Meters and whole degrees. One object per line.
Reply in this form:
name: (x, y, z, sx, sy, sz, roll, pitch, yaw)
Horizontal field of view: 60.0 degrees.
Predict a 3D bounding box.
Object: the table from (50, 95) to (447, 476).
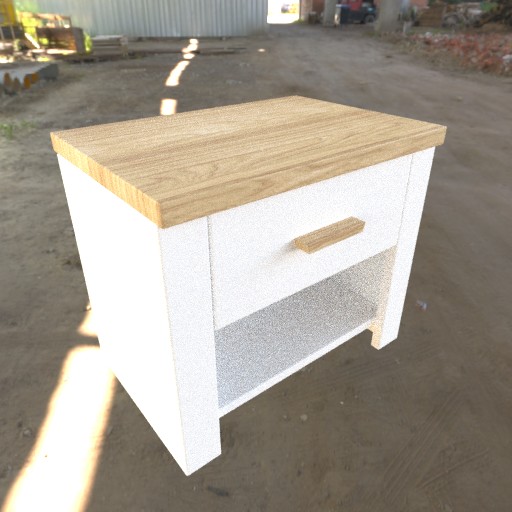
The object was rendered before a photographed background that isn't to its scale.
table: (0.000, 0.000, 0.781, 0.500, 0.440, 0.360, -21, 36, -33)
